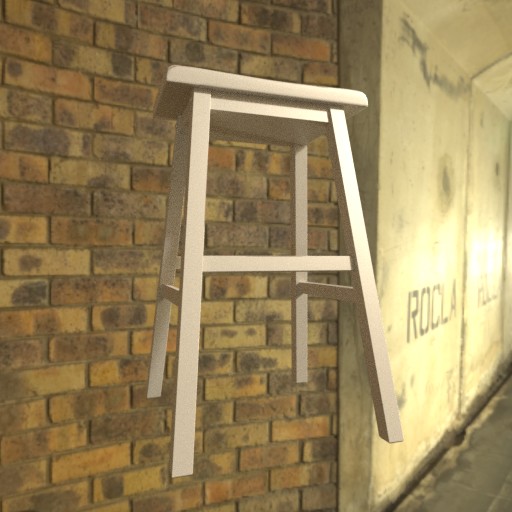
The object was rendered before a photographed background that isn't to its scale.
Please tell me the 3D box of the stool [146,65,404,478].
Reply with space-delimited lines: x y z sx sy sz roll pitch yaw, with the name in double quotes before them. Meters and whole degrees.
"stool" 0.000 0.000 1.031 0.457 0.737 0.476 0 0 -19
